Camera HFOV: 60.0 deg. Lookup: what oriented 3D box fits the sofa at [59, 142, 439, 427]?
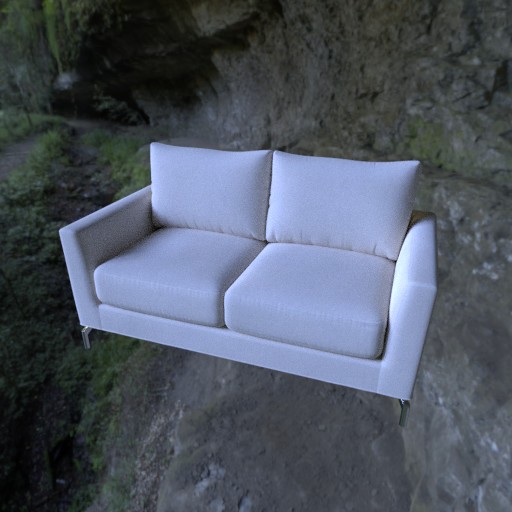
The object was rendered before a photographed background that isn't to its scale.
[{"bbox_3d":[0.000,0.000,2.340,1.739,0.995,0.906,9,26,18],"label":"sofa"}]
